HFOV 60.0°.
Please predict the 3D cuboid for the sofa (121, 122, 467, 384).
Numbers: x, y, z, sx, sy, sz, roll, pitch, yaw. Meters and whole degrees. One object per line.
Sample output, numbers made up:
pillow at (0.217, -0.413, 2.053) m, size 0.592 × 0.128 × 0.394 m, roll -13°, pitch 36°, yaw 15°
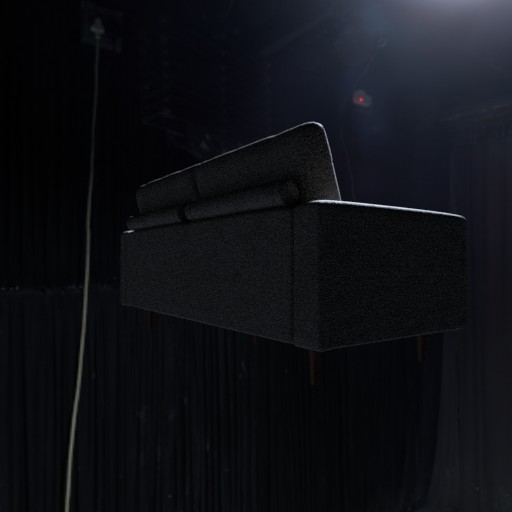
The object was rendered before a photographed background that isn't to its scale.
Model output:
sofa at (0.000, 0.000, 2.308) m, size 0.863 × 0.902 × 1.821 m, roll 0°, pitch -1°, yaw -35°
